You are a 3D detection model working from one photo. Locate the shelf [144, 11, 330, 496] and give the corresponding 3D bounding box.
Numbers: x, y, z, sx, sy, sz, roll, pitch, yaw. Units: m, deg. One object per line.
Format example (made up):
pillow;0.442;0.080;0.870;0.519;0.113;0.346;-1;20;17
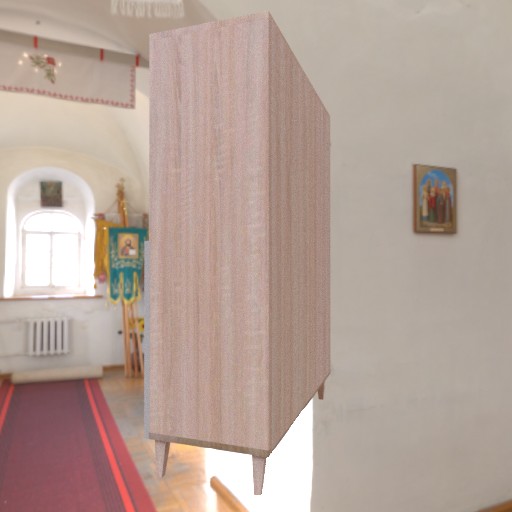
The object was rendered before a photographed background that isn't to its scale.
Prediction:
shelf;0.000;0.000;1.809;0.434;1.405;0.995;0;0;20
